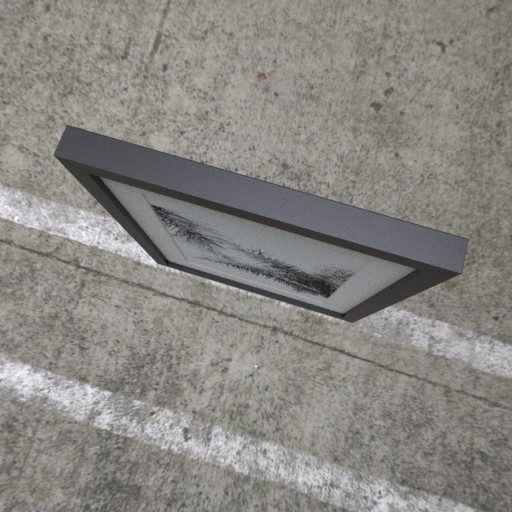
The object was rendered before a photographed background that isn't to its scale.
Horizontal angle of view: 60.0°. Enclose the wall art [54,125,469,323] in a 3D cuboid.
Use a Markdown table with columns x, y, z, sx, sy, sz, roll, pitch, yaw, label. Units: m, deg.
| x | y | z | sx | sy | sz | roll | pitch | yaw | label |
| --- | --- | --- | --- | --- | --- | --- | --- | --- | --- |
| 0.000 | 0.000 | 0.525 | 0.325 | 0.380 | 0.028 | 17 | 77 | 4 | wall art |
